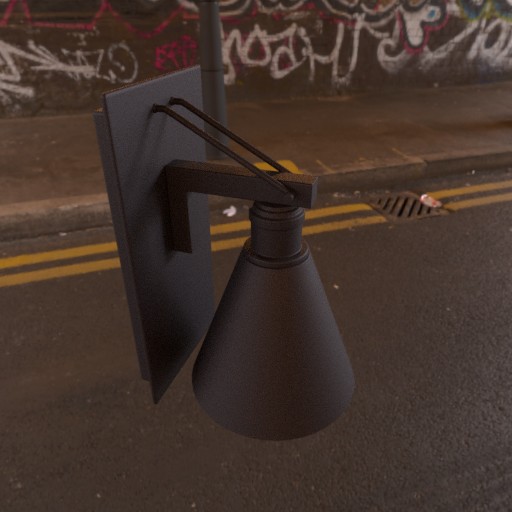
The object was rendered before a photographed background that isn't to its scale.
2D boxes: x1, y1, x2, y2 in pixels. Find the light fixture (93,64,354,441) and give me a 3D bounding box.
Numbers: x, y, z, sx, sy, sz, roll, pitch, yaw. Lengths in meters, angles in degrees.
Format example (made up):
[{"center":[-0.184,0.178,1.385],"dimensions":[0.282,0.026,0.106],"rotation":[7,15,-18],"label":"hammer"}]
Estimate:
[{"center":[0.000,0.000,0.404],"dimensions":[0.207,0.298,0.170],"rotation":[10,32,17],"label":"light fixture"}]
